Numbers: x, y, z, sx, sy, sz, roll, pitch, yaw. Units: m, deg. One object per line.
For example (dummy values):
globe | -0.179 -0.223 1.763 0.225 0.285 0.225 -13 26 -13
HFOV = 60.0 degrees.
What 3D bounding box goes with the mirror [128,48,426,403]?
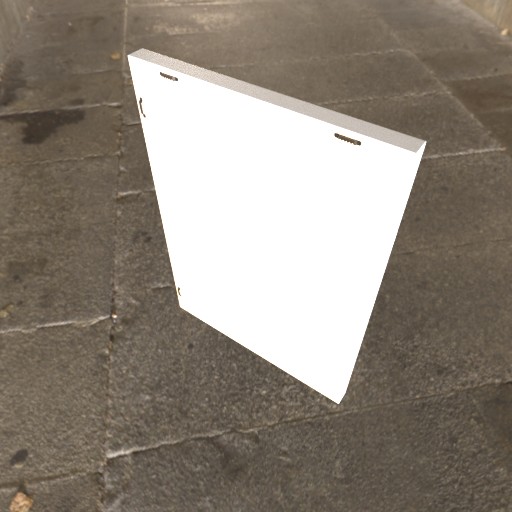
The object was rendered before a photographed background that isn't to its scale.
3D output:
mirror | 0.000 0.000 0.918 0.507 0.710 0.040 27 53 23
